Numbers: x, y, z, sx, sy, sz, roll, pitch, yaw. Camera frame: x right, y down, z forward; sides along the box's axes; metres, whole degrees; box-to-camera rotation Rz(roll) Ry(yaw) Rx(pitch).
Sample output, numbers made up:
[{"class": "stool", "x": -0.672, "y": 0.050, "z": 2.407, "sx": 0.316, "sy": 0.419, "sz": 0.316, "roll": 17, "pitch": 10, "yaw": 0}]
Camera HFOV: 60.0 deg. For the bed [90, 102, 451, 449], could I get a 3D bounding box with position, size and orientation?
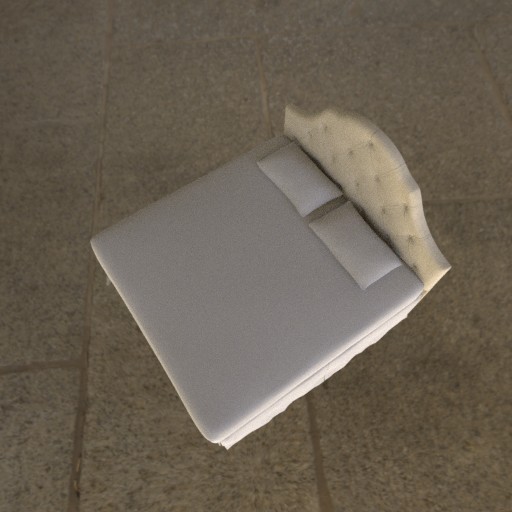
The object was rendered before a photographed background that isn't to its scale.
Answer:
[{"class": "bed", "x": 0.000, "y": 0.000, "z": 3.477, "sx": 2.086, "sy": 1.555, "sz": 2.012, "roll": -32, "pitch": 68, "yaw": -15}]
